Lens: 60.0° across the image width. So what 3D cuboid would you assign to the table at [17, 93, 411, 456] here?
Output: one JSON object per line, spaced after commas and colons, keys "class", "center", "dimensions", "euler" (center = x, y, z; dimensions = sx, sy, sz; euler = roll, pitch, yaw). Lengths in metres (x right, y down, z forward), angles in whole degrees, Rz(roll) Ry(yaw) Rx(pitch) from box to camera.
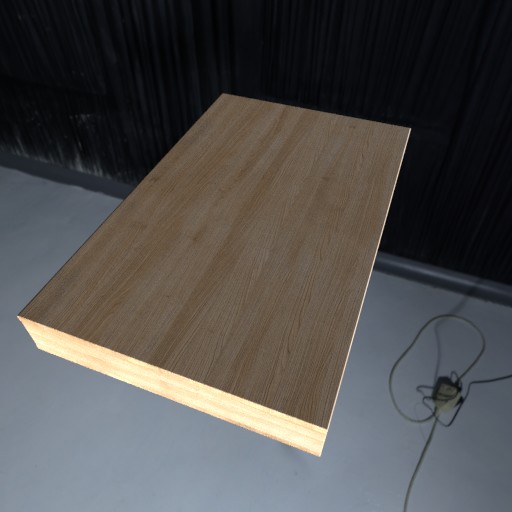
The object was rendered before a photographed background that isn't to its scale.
{"class": "table", "center": [0.000, 0.000, 1.395], "dimensions": [0.700, 0.440, 1.100], "euler": [16, 49, 14]}
